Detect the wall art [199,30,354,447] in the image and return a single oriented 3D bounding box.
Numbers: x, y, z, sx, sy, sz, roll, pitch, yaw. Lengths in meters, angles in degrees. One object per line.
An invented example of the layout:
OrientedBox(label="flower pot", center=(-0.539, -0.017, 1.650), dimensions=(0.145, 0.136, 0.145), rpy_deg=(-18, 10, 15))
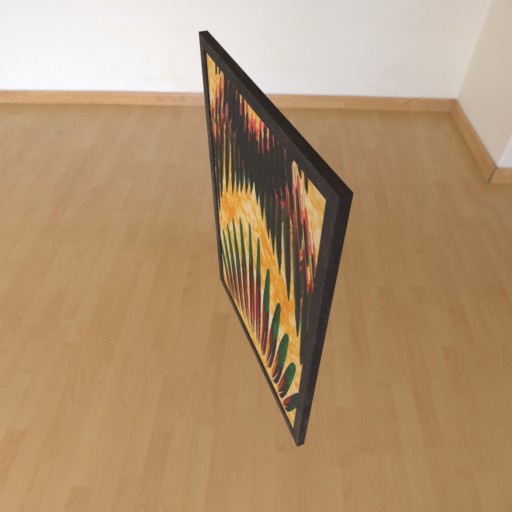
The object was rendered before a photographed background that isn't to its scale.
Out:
OrientedBox(label="wall art", center=(0.000, 0.000, 1.383), dimensions=(0.029, 1.066, 0.812), rpy_deg=(-16, 48, -15))
